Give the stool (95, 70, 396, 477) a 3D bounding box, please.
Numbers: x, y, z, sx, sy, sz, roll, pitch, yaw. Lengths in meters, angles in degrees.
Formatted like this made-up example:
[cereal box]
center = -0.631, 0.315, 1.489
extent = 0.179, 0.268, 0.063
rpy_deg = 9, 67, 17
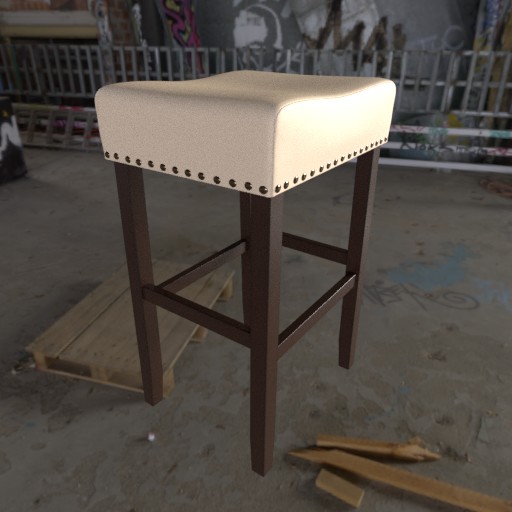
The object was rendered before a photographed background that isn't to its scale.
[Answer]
[stool]
center = 0.000, 0.000, 1.028
extent = 0.401, 0.762, 0.471
rpy_deg = 18, 32, 32
